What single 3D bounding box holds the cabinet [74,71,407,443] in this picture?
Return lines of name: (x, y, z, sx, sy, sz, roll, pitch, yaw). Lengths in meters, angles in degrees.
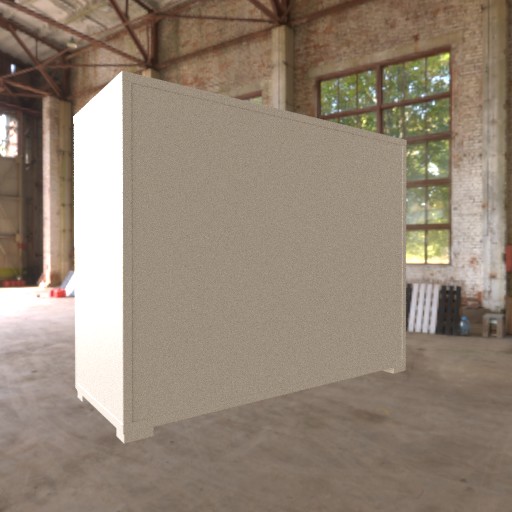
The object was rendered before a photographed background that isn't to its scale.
cabinet: (0.000, 0.000, 1.405, 1.000, 0.800, 0.400, 0, 1, -36)
